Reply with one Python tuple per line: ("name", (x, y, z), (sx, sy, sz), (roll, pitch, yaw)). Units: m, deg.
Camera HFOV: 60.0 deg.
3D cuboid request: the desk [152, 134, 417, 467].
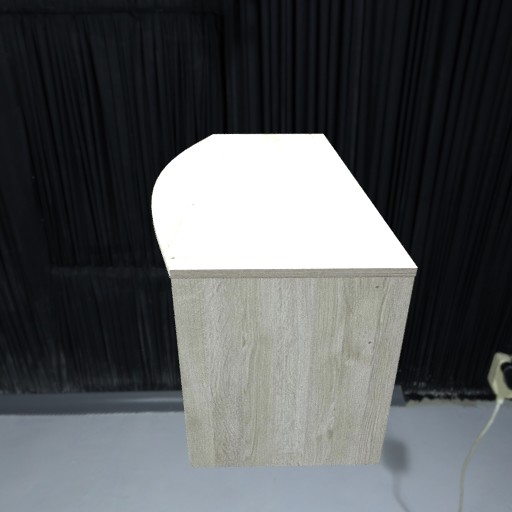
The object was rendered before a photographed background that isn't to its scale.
("desk", (0.000, 0.000, 2.014), (0.802, 0.752, 1.600), (0, 27, -1))
